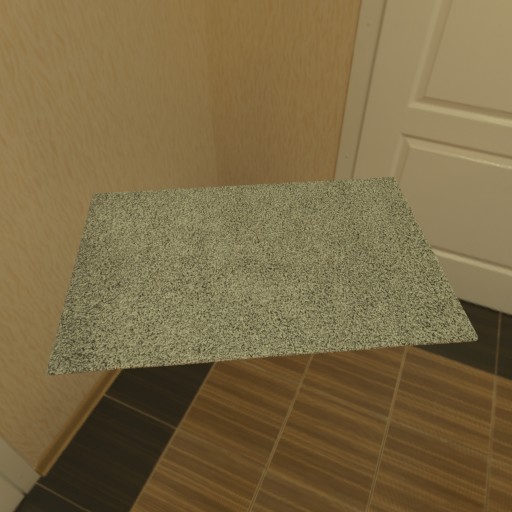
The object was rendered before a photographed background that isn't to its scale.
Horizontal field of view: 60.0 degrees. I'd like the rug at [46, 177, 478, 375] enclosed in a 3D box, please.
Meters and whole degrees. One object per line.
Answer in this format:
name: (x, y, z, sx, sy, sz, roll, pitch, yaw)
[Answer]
rug: (0.000, 0.000, 3.403, 2.743, 0.030, 1.778, -4, 46, -4)
